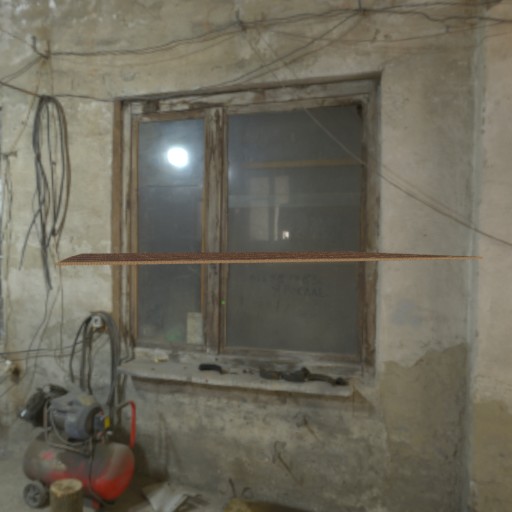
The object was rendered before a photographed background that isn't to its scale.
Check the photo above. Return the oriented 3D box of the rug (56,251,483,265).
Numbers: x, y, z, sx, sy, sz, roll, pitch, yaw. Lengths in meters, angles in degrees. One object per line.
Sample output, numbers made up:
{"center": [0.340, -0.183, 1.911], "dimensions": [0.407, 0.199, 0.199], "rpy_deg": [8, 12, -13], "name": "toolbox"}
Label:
{"center": [0.000, 0.000, 2.939], "dimensions": [2.294, 0.014, 1.528], "rpy_deg": [-1, 2, -18], "name": "rug"}
